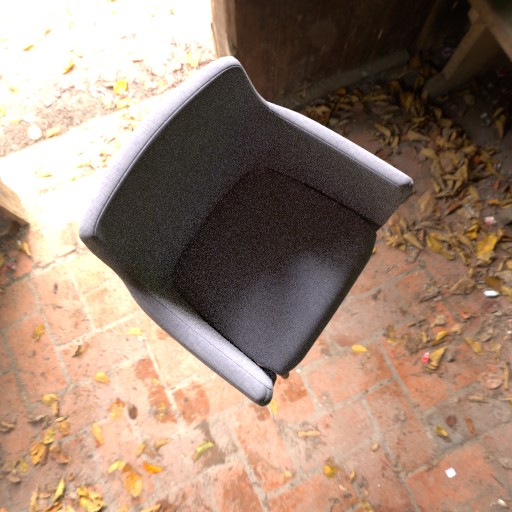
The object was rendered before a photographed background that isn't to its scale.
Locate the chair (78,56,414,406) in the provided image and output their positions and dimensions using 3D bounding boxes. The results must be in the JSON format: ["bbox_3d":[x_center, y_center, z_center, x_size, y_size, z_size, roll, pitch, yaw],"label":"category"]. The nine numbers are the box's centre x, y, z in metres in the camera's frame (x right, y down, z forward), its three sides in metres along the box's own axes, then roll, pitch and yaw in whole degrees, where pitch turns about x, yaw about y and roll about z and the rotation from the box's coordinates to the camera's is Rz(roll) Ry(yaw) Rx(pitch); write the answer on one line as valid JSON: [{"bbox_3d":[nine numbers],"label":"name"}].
[{"bbox_3d":[0.000,0.000,1.153,0.540,0.780,0.570,35,78,8],"label":"chair"}]
